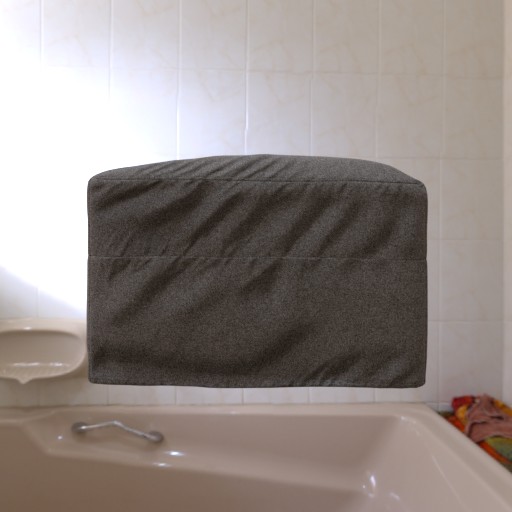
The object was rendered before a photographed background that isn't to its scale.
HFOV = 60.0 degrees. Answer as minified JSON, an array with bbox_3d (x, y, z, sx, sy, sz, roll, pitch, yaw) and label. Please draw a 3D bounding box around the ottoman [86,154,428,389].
[{"bbox_3d":[0.000,0.000,1.223,0.683,0.481,0.837,0,1,-1],"label":"ottoman"}]
